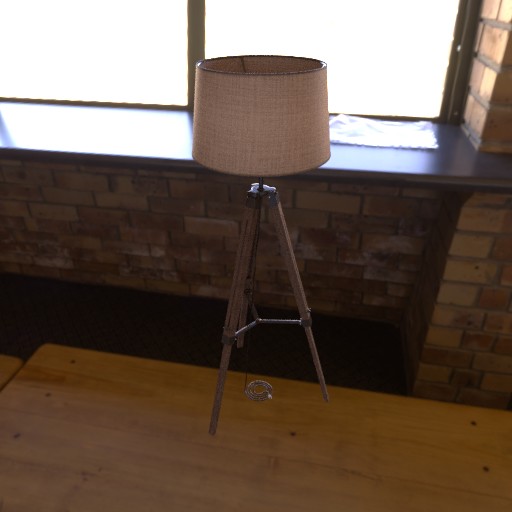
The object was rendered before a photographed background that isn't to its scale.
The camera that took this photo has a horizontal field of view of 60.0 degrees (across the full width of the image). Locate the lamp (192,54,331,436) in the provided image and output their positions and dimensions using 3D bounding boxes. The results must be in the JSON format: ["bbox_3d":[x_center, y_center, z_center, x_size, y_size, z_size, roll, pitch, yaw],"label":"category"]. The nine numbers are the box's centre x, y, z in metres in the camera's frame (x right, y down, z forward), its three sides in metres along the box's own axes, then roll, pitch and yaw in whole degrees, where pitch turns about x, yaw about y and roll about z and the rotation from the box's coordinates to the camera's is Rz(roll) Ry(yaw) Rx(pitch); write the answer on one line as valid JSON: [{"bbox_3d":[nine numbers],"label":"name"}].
[{"bbox_3d":[0.000,0.000,1.858,0.604,1.510,0.587,-11,33,-17],"label":"lamp"}]
